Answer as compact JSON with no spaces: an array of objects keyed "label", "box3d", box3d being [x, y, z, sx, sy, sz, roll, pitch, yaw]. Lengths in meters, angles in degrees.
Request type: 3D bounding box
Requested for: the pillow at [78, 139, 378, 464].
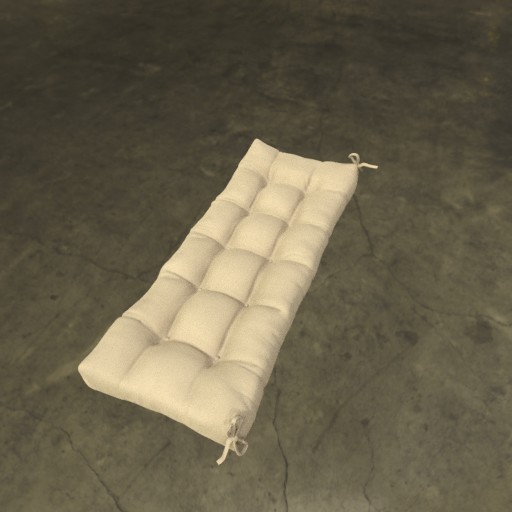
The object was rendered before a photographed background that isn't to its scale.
[{"label":"pillow","box3d":[0.000,0.000,1.388,0.511,0.174,1.194,17,49,16]}]
